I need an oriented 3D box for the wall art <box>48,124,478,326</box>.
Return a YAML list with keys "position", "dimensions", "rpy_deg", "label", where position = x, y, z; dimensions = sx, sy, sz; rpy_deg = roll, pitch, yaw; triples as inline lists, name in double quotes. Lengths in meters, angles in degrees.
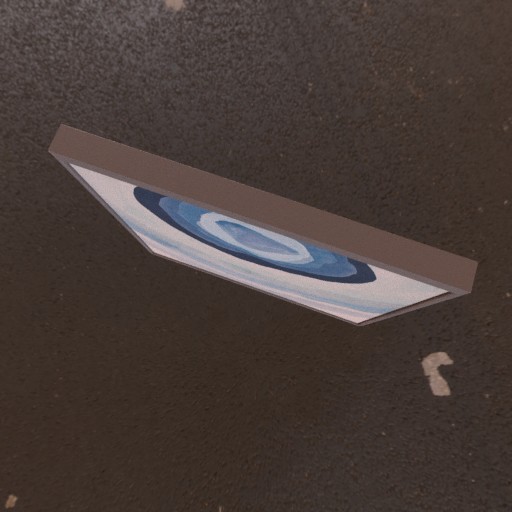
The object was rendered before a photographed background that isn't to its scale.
- position: [0.000, 0.000, 0.517]
  dimensions: [0.349, 0.349, 0.028]
  rpy_deg: [19, 78, 4]
  label: "wall art"
